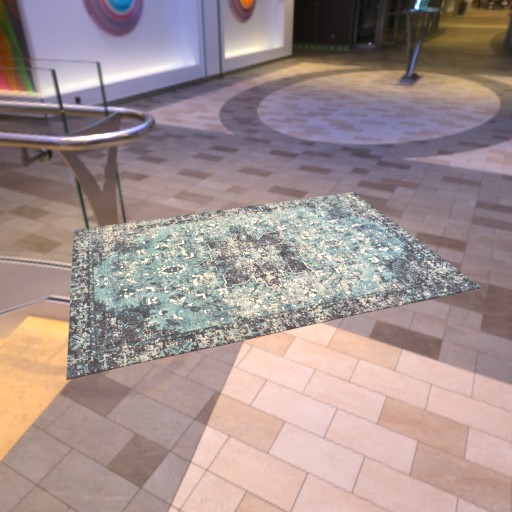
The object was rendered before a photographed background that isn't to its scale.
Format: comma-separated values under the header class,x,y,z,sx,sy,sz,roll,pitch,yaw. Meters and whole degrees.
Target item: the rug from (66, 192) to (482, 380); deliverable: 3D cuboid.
class,x,y,z,sx,sy,sz,roll,pitch,yaw
rug,0.000,0.000,2.324,1.828,0.005,1.219,-10,32,-16
